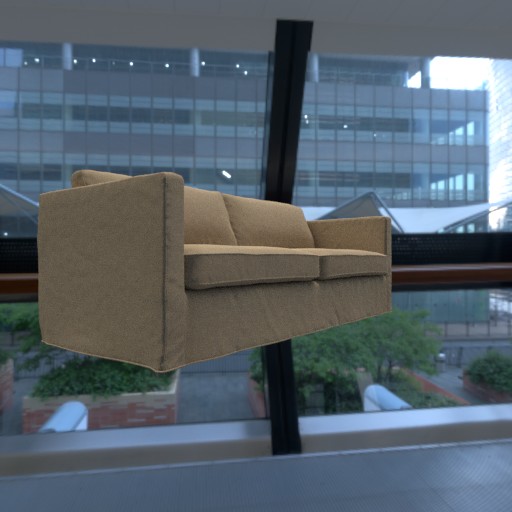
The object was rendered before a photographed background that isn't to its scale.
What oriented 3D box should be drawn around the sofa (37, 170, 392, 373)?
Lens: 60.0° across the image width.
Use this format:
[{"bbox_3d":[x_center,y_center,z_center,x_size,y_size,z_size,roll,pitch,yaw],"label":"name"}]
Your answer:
[{"bbox_3d":[0.000,0.000,2.772,0.962,0.853,2.312,0,0,37],"label":"sofa"}]
